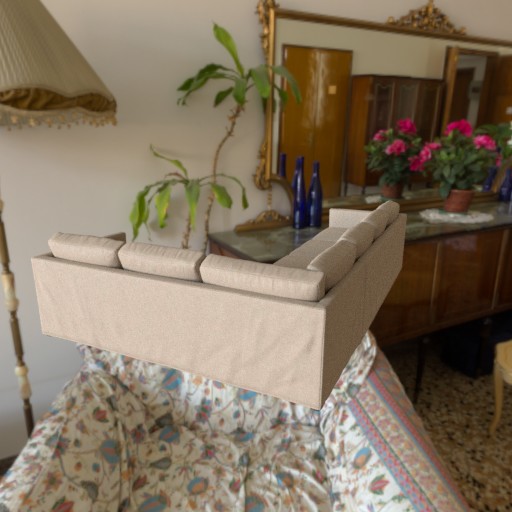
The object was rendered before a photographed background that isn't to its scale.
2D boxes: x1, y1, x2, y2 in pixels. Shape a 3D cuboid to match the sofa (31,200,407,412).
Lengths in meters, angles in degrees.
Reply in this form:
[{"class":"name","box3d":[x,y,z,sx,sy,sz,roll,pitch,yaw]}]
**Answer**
[{"class":"sofa","box3d":[0.000,0.000,4.421,2.432,0.871,3.182,8,18,25]}]
